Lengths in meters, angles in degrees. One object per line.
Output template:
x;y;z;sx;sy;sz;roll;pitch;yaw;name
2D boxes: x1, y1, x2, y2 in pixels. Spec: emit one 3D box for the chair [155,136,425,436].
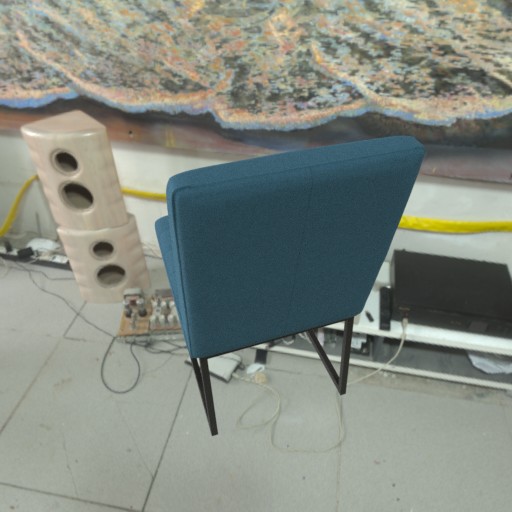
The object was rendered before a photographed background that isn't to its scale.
0.000;0.000;1.314;0.520;0.930;0.634;-12;42;-14;chair
